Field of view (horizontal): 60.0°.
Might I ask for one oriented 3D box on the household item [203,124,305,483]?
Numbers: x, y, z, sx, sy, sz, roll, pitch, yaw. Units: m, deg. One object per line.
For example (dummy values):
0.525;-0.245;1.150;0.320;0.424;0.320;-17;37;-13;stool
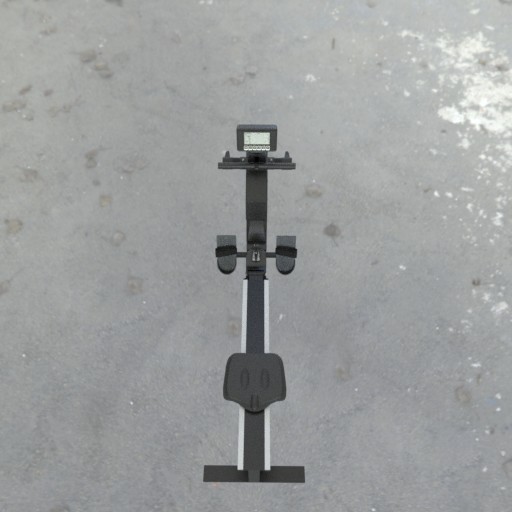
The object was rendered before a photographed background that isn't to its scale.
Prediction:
0.000;0.000;2.513;0.521;0.810;2.251;0;60;0;household item
